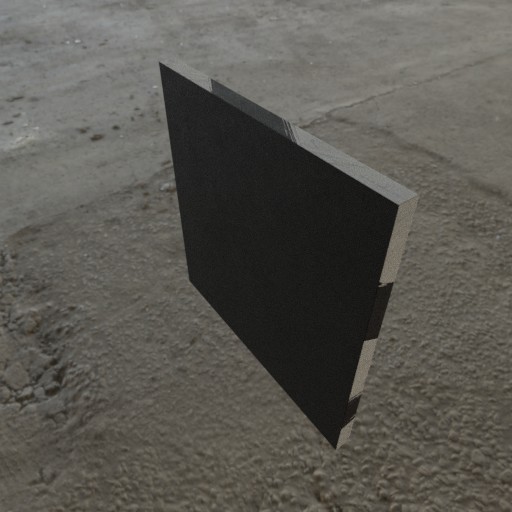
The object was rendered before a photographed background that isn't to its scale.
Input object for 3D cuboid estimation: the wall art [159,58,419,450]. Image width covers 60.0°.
[{"bbox_3d":[0.000,0.000,1.131,0.046,0.765,0.765,-26,47,-26],"label":"wall art"}]
